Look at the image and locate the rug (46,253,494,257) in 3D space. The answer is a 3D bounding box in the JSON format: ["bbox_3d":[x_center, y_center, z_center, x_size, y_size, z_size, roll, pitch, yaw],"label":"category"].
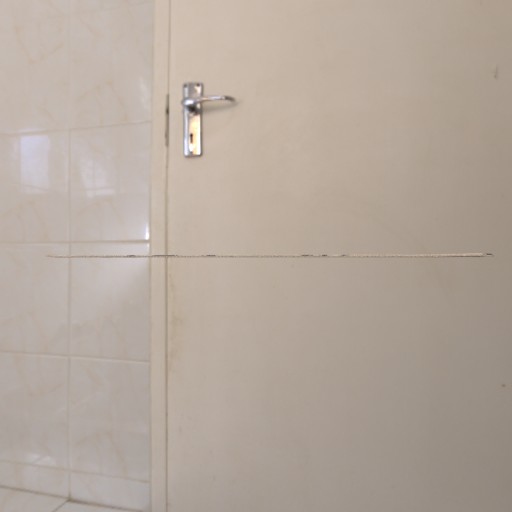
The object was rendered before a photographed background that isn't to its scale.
[{"bbox_3d":[0.000,0.000,2.517,2.301,0.017,0.692,0,0,17],"label":"rug"}]
